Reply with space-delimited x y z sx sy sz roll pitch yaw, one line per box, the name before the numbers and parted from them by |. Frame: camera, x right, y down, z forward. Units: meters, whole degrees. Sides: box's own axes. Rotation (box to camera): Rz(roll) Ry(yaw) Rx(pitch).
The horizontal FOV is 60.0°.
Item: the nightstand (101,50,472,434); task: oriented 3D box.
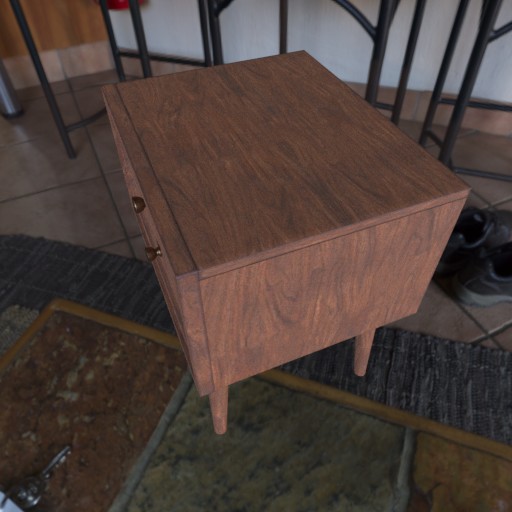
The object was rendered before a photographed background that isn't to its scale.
nightstand | 0.000 0.000 0.953 0.445 0.607 0.521 -17 49 -16
